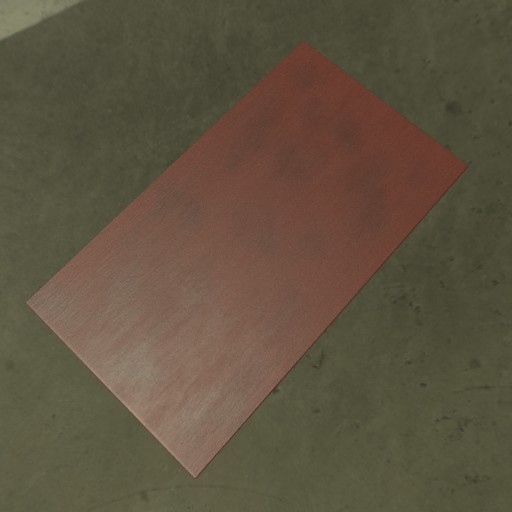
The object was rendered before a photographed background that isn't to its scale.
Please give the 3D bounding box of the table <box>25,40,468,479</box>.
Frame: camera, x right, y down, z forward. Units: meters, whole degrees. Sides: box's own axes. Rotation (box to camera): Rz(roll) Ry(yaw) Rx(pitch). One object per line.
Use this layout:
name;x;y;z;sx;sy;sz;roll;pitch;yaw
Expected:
table;0.000;0.000;1.248;0.533;0.456;0.943;42;79;10
